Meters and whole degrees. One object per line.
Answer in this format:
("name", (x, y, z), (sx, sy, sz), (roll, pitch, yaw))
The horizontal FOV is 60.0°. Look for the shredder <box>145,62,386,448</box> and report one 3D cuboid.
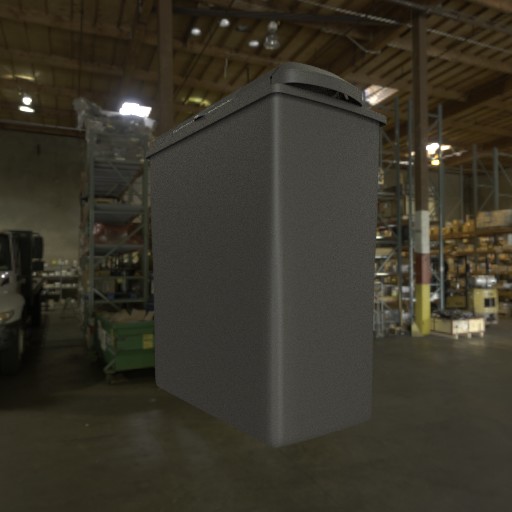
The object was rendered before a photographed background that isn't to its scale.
("shredder", (0.000, 0.000, 0.525), (0.170, 0.335, 0.320), (1, -2, -36))
